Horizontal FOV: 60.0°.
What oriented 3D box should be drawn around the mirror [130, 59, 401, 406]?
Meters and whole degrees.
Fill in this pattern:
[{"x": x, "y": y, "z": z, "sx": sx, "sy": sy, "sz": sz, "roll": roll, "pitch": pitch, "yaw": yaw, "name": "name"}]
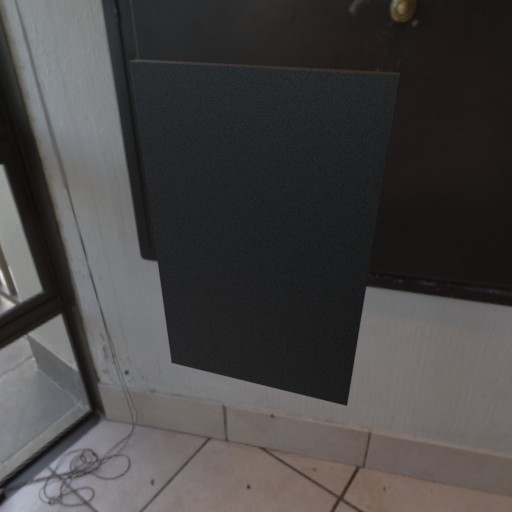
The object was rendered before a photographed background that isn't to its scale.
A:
[{"x": 0.000, "y": 0.000, "z": 1.533, "sx": 0.762, "sy": 1.219, "sz": 0.038, "roll": 9, "pitch": 33, "yaw": 15, "name": "mirror"}]
